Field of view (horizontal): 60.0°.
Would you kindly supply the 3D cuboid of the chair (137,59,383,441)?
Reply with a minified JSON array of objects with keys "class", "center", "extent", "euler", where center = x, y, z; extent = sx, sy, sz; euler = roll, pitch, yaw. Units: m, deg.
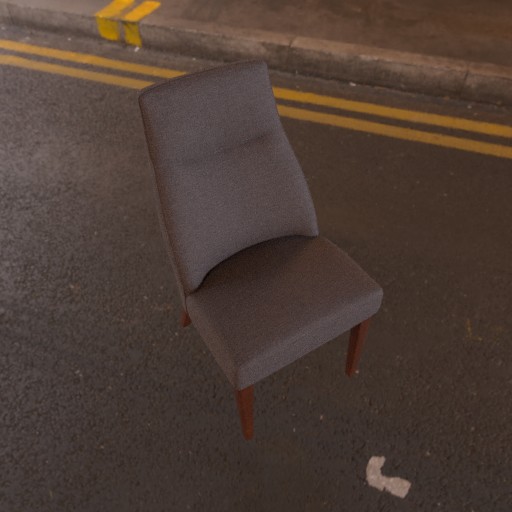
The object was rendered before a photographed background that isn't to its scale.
[{"class":"chair","center":[0.000,0.000,1.340],"extent":[0.500,0.930,0.620],"euler":[-24,52,-21]}]
